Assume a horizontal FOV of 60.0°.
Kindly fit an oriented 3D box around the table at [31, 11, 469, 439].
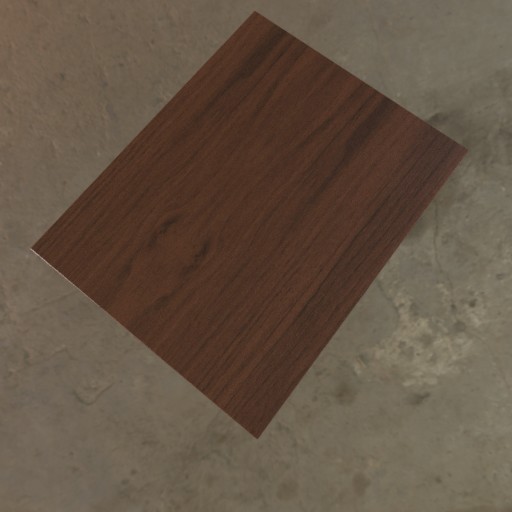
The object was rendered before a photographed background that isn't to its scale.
[{"bbox_3d":[0.000,0.000,0.909,0.381,0.636,0.480,37,79,9],"label":"table"}]
